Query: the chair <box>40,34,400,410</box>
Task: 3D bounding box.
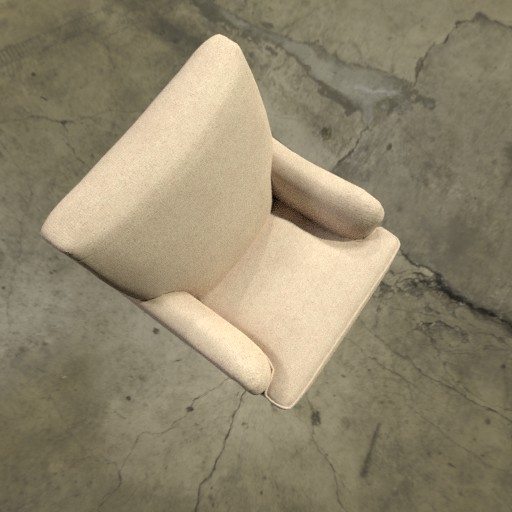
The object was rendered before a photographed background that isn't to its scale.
[{"bbox_3d":[0.000,0.000,1.787,0.953,1.119,0.879,35,78,9],"label":"chair"}]
